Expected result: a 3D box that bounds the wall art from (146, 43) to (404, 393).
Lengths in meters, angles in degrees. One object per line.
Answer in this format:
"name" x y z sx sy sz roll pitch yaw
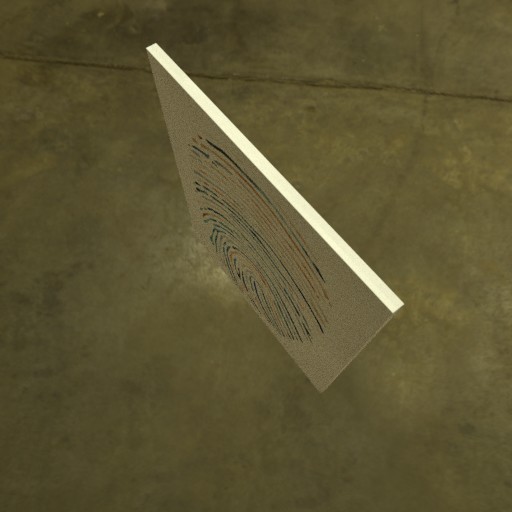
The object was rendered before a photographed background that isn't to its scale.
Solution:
"wall art" 0.000 0.000 0.997 0.021 0.710 0.609 -35 69 -15
